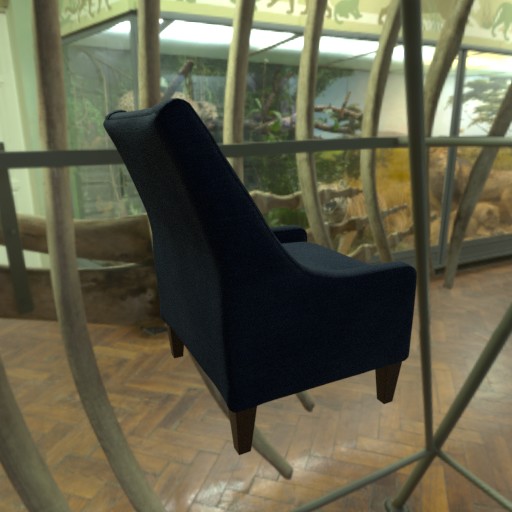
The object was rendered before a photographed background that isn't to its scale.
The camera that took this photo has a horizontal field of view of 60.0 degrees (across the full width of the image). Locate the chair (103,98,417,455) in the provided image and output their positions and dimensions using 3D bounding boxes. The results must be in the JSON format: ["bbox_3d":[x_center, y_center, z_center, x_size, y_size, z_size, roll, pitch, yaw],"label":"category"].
[{"bbox_3d":[0.000,0.000,1.600,0.870,1.014,0.774,-8,18,-26],"label":"chair"}]
